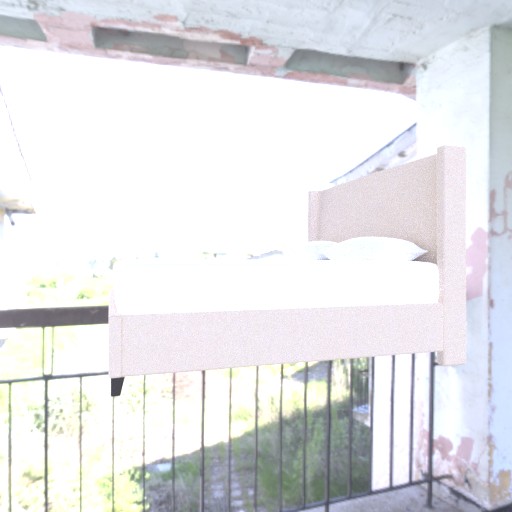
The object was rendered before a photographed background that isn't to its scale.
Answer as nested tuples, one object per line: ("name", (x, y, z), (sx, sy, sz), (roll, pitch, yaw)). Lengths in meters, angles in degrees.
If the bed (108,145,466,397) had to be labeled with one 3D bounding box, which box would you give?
("bed", (0.000, 0.000, 3.640), (2.293, 1.471, 2.145), (0, 0, -18))
